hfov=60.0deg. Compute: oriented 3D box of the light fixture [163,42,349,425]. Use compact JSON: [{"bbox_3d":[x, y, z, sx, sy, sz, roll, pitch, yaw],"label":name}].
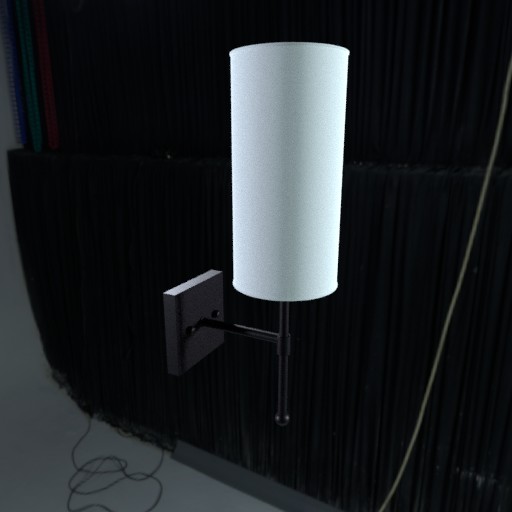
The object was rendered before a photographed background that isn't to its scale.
[{"bbox_3d":[0.000,0.000,0.557,0.208,0.462,0.128,8,17,26],"label":"light fixture"}]
